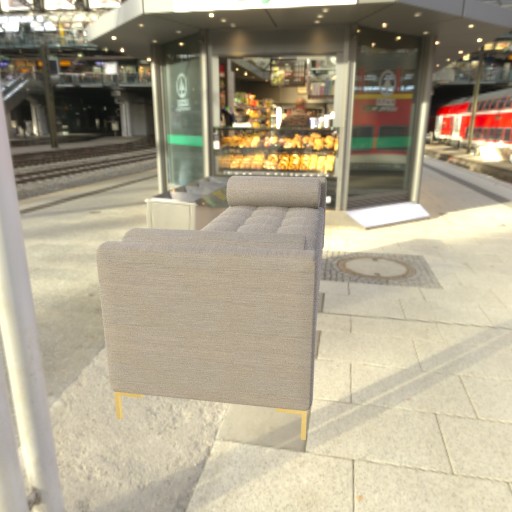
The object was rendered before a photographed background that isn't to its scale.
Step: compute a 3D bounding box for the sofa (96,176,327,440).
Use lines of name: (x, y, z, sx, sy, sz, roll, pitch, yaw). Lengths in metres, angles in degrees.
sofa: (0.000, 0.000, 2.323, 0.686, 0.635, 1.981, 3, 17, 9)
